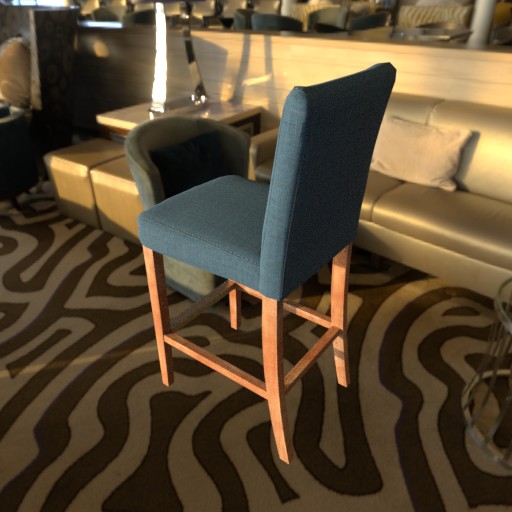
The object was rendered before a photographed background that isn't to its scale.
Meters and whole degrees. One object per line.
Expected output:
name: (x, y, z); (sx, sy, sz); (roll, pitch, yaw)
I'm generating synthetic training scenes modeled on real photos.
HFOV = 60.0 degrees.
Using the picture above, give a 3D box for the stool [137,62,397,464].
stool: (0.000, 0.000, 1.348); (0.574, 1.088, 0.454); (21, 37, 31)
